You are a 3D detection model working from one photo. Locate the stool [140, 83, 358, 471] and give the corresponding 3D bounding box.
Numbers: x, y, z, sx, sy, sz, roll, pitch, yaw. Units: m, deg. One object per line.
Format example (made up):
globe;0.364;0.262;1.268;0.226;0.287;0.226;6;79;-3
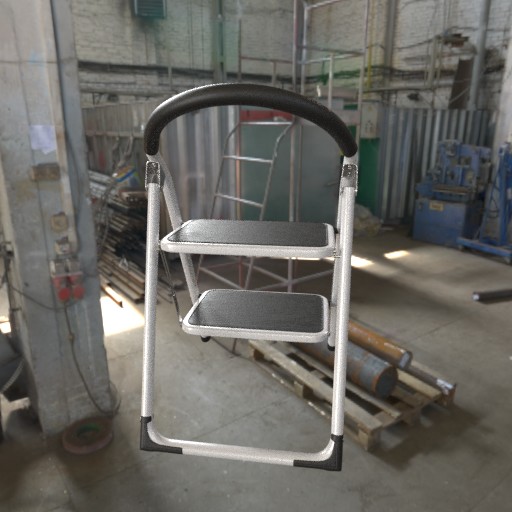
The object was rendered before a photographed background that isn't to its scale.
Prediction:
stool;0.000;0.000;1.100;0.453;0.760;0.559;2;17;8
